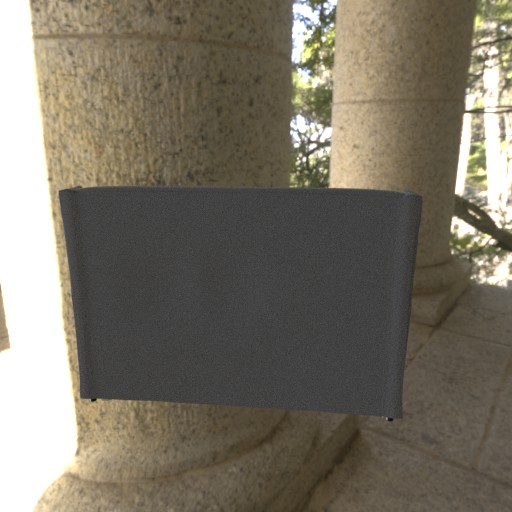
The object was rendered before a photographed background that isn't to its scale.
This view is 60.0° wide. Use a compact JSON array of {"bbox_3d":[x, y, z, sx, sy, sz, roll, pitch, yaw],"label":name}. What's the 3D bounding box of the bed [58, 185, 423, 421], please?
[{"bbox_3d":[0.000,0.000,3.519,1.925,1.332,2.276,2,15,6],"label":"bed"}]
